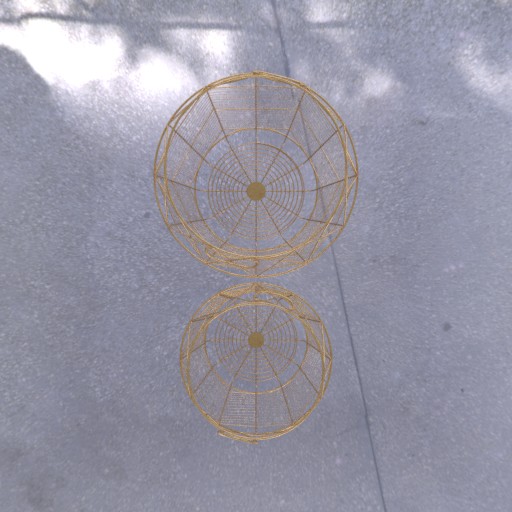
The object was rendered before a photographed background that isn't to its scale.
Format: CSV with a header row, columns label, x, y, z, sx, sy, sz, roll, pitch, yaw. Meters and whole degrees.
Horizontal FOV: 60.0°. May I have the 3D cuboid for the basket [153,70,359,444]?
label,x,y,z,sx,sy,sz,roll,pitch,yaw
basket,0.000,0.000,1.048,0.451,0.343,0.805,0,90,0
